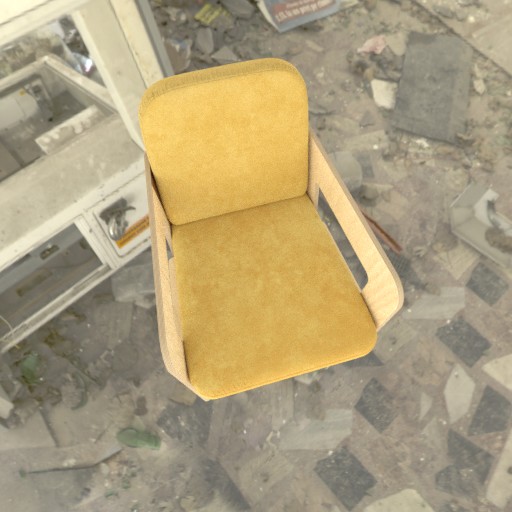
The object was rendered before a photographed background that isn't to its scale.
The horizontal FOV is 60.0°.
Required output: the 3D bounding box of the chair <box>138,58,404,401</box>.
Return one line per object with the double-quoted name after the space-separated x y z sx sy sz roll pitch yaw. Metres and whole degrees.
0.000 0.000 1.300 0.590 0.800 0.710 -14 64 -7 "chair"
